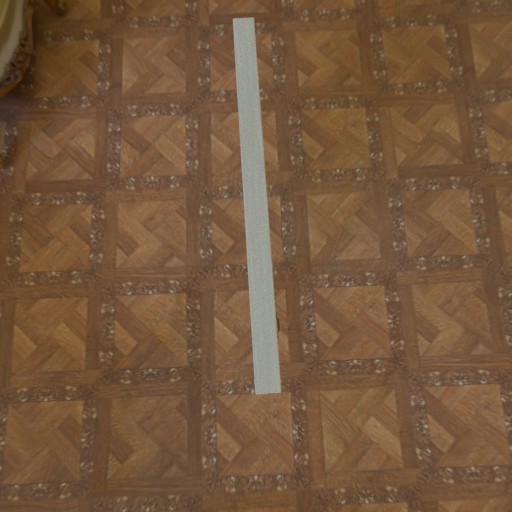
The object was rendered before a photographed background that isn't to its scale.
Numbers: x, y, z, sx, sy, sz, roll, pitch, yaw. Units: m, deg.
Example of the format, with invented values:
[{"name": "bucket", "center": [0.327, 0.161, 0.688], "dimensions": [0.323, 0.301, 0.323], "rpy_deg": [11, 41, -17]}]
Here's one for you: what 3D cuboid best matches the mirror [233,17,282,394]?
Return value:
[{"name": "mirror", "center": [0.000, 0.000, 1.123], "dimensions": [0.040, 0.915, 0.609], "rpy_deg": [-4, 76, -1]}]
